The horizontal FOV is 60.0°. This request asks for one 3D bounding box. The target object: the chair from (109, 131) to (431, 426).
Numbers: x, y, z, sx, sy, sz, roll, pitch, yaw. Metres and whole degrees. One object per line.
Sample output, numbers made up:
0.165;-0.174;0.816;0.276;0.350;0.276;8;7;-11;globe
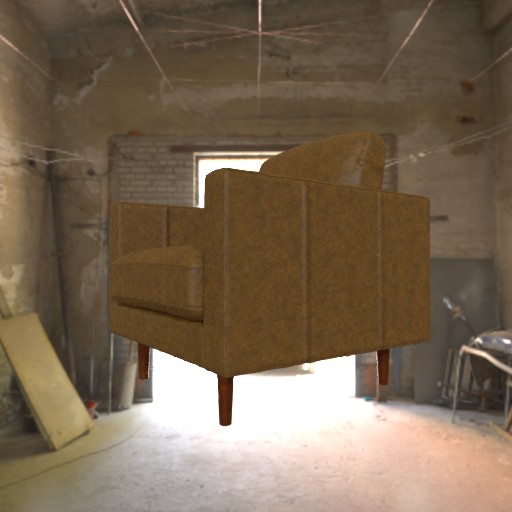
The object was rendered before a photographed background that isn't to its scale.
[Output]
0.000;0.000;1.682;0.909;0.956;0.890;0;-1;-36;chair
